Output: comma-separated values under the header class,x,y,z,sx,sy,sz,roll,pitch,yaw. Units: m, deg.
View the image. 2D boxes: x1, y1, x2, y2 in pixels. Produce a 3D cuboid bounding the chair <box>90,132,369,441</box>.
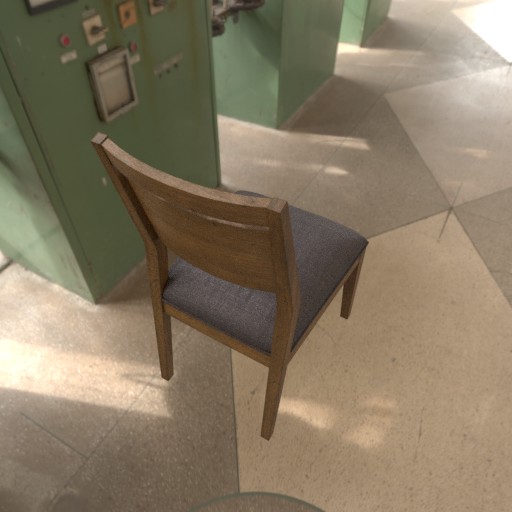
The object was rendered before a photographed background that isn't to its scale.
class,x,y,z,sx,sy,sz,roll,pitch,yaw
chair,0.000,0.000,1.292,0.501,0.939,0.610,23,51,21
